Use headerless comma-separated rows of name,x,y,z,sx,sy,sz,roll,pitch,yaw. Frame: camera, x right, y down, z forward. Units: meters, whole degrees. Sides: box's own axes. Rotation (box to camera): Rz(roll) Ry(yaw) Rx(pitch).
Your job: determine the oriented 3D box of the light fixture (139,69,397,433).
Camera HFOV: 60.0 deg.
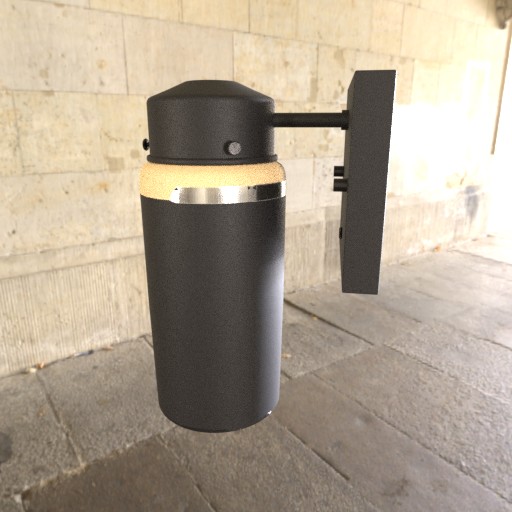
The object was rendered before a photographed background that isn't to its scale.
light fixture,0.000,0.000,0.350,0.176,0.257,0.130,3,17,9
